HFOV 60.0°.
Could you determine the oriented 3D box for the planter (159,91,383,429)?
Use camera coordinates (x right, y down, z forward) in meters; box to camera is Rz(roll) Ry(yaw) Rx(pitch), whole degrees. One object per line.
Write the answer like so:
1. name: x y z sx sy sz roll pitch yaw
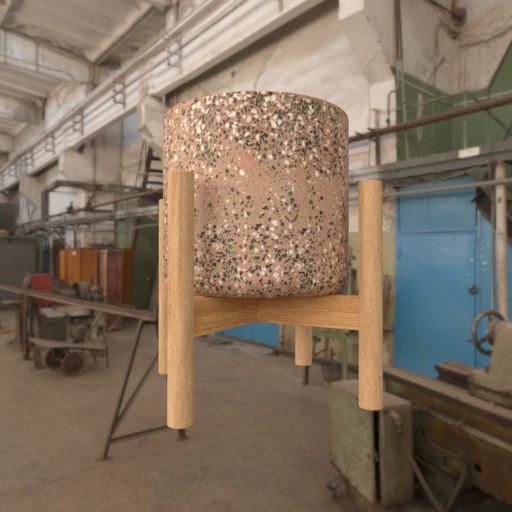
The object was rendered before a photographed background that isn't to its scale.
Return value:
1. planter: 0.000 0.000 0.541 0.284 0.320 0.284 0 -1 -37
